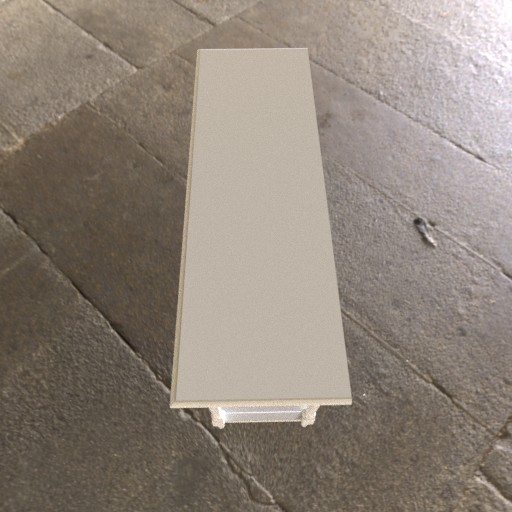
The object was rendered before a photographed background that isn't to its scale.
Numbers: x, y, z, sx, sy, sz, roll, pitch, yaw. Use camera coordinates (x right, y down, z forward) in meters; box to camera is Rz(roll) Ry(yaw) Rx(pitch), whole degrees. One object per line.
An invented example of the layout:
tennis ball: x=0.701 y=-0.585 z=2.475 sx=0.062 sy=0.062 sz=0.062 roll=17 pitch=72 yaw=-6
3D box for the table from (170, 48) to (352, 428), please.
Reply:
table: x=0.000 y=0.000 z=1.574 sx=0.384 sy=0.808 sz=1.197 roll=-1 pitch=59 yaw=-1
